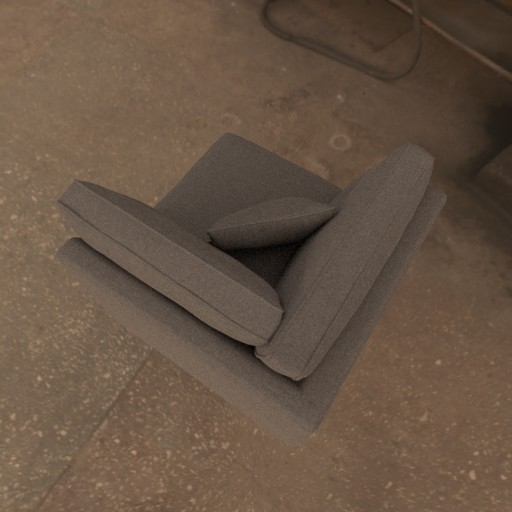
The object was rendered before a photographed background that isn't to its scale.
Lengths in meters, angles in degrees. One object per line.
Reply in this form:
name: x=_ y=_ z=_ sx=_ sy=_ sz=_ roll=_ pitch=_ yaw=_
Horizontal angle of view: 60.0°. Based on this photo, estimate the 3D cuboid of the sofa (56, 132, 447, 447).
sofa: x=0.000 y=0.000 z=1.968 sx=1.146 sy=1.002 sz=1.084 roll=31 pitch=68 yaw=14
